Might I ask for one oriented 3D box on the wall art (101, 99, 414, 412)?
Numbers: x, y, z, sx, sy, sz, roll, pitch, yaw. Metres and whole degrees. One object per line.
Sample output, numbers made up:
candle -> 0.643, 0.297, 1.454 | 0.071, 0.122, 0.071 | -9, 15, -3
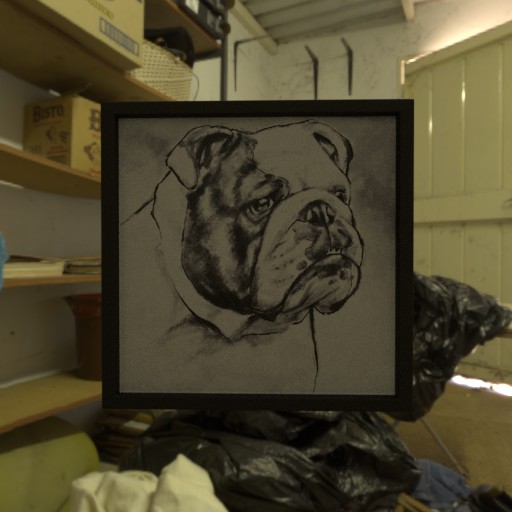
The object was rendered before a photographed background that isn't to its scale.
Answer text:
wall art -> 0.000, 0.000, 0.656 | 0.456, 0.453, 0.022 | 0, 1, 2
